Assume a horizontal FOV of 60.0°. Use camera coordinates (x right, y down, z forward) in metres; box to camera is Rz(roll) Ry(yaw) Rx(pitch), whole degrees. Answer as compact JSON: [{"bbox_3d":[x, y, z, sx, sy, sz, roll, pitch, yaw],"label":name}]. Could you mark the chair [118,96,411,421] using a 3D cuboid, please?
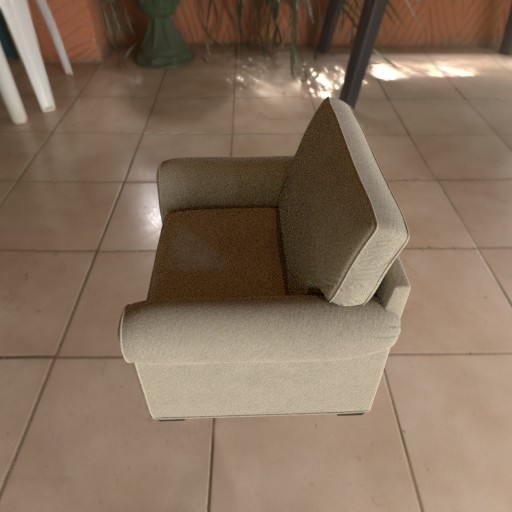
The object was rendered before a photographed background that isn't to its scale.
[{"bbox_3d":[0.000,0.000,1.901,0.939,1.044,1.147,-1,42,-1],"label":"chair"}]
